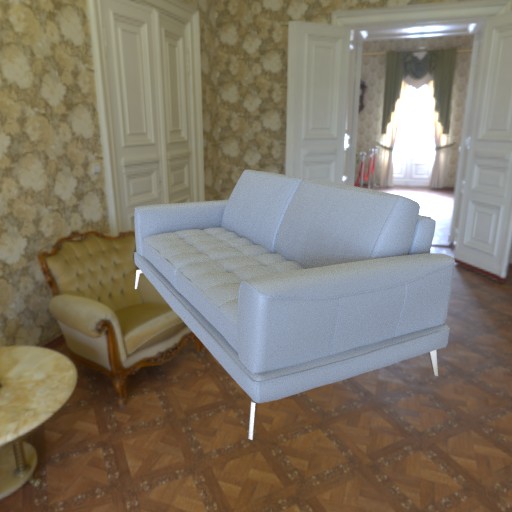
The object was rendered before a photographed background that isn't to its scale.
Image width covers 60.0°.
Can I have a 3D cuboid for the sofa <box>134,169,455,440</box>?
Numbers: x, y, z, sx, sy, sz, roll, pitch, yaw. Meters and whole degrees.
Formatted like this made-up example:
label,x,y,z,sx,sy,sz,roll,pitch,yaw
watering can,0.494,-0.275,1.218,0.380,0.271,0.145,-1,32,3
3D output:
label,x,y,z,sx,sy,sz,roll,pitch,yaw
sofa,0.000,0.000,2.776,1.121,0.930,2.177,-8,18,-26
